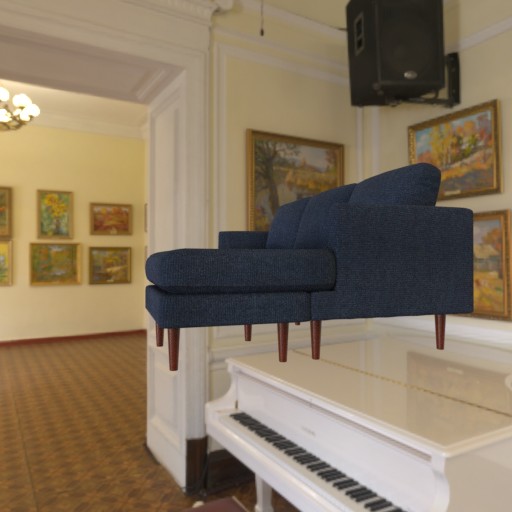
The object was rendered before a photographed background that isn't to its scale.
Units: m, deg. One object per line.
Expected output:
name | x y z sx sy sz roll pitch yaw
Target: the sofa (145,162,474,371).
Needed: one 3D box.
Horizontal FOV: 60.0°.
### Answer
sofa | 0.000 0.000 2.969 1.504 0.956 2.233 0 0 -18
